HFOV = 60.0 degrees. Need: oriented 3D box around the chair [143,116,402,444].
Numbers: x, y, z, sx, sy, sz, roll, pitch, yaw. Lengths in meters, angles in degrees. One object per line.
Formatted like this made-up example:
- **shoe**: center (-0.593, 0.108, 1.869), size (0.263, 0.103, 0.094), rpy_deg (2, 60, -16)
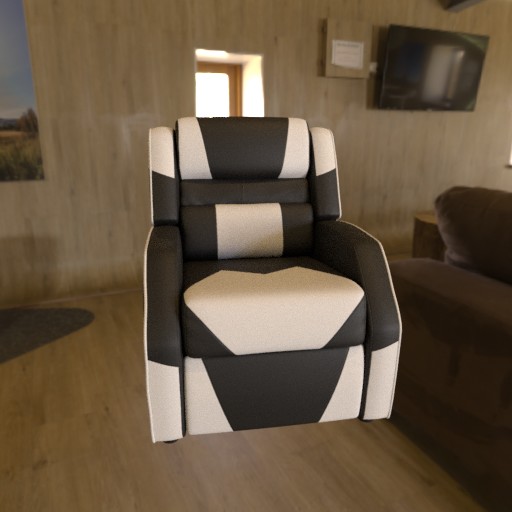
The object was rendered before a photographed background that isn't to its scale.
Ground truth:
- **chair**: center (0.000, 0.000, 1.303), size (0.620, 0.805, 0.672), rpy_deg (-2, 15, -9)
